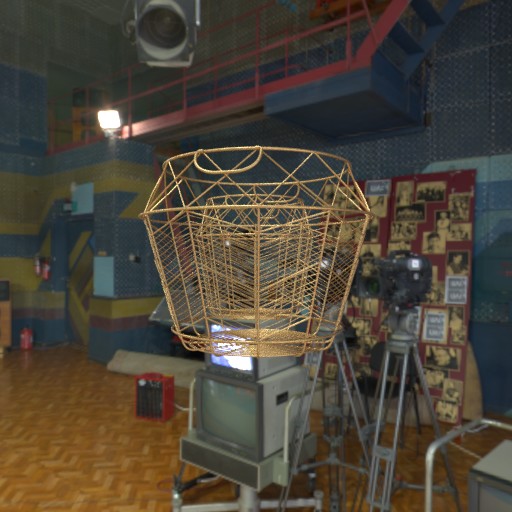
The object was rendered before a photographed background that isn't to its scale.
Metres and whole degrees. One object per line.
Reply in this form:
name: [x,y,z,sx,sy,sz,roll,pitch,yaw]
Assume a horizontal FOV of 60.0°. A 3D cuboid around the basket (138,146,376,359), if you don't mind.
basket: [0.000,0.000,1.049,0.451,0.343,0.805,0,0,-1]
